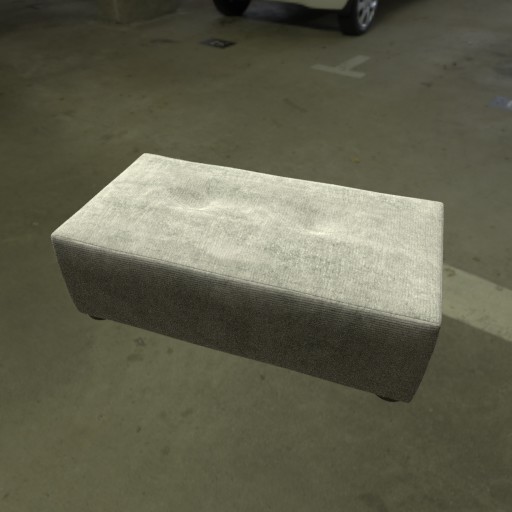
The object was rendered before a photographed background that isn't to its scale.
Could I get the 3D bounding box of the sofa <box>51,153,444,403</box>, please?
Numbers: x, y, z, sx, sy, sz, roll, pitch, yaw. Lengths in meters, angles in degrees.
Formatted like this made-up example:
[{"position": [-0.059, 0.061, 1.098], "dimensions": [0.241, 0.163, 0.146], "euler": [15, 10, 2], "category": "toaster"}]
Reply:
[{"position": [0.000, 0.000, 1.211], "dimensions": [0.930, 0.330, 0.480], "euler": [12, 41, 14], "category": "sofa"}]
